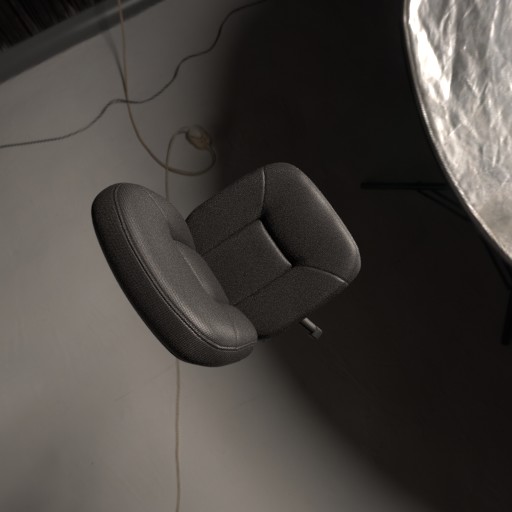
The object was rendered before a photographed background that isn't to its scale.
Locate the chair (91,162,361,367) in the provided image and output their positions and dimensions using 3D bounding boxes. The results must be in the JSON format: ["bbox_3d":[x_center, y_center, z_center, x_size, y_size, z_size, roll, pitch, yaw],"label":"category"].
[{"bbox_3d":[0.000,0.000,1.363,0.646,0.959,0.647,-33,78,-8],"label":"chair"}]
